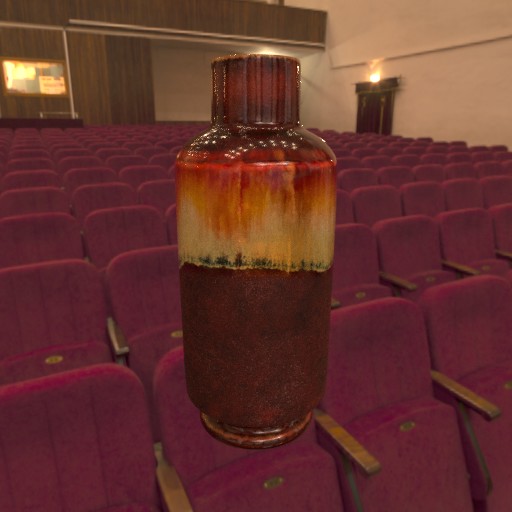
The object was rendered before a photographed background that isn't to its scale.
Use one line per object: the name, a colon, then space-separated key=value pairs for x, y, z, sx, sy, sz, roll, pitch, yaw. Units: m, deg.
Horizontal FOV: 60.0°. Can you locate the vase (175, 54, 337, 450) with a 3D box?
vase: x=0.000 y=0.000 z=0.321 sx=0.111 sy=0.261 sz=0.111 roll=0 pitch=16 yaw=0
